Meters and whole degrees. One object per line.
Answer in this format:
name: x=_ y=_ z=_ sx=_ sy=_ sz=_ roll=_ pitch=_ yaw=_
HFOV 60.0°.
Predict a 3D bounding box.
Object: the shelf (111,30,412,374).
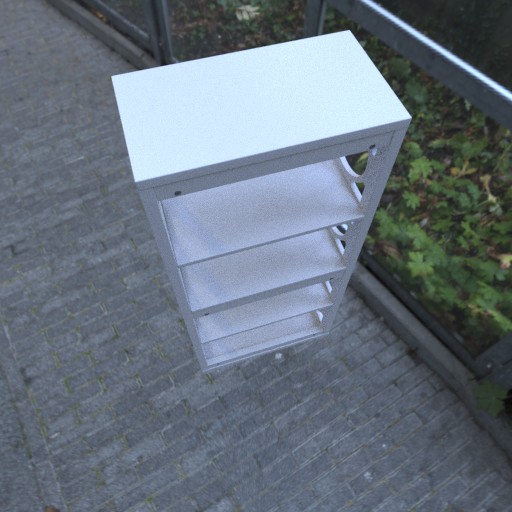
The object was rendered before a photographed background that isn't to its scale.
shelf: x=0.000 y=0.000 z=1.611 sx=0.611 sy=1.411 sz=0.340 roll=-15 pitch=60 yaw=-9
